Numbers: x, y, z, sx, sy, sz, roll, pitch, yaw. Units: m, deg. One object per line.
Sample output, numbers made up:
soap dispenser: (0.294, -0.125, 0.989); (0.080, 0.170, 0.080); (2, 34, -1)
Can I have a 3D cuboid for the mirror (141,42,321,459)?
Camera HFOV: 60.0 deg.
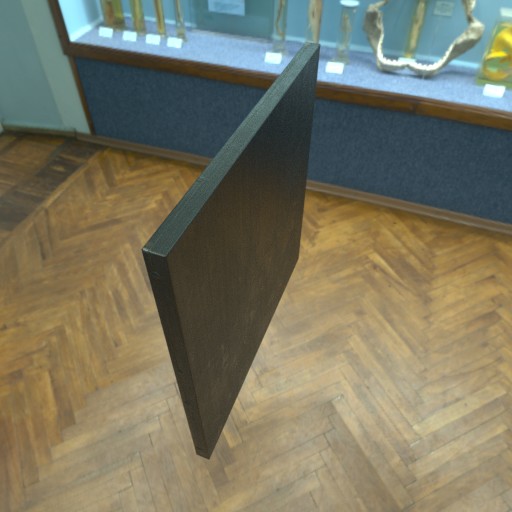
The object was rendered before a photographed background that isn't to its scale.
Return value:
mirror: (0.000, 0.000, 0.556); (0.020, 0.381, 0.382); (16, 49, 14)
